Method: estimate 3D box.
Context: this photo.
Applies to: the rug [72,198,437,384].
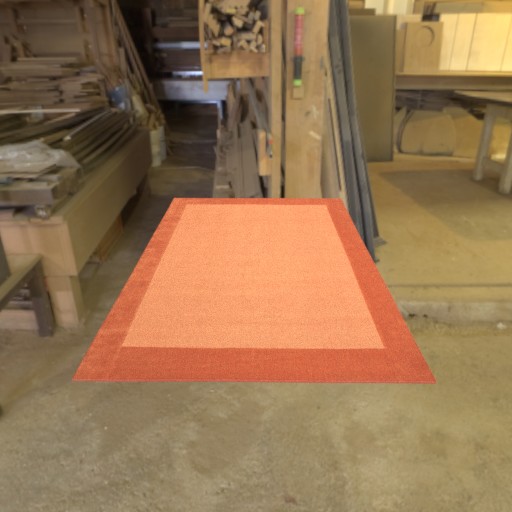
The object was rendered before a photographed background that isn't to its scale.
[{"bbox_3d":[0.000,0.000,2.945,1.524,0.014,2.438,0,25,0],"label":"rug"}]
